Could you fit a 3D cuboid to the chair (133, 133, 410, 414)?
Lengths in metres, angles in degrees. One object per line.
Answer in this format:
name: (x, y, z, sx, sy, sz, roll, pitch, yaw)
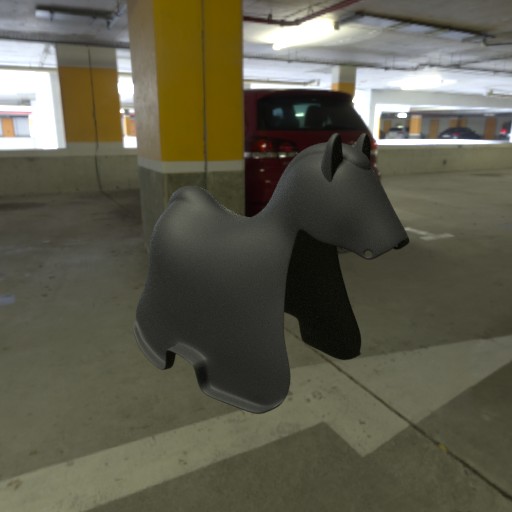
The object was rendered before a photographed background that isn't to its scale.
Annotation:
chair: (0.000, 0.000, 1.144, 0.800, 0.612, 0.429, 15, 21, 43)
